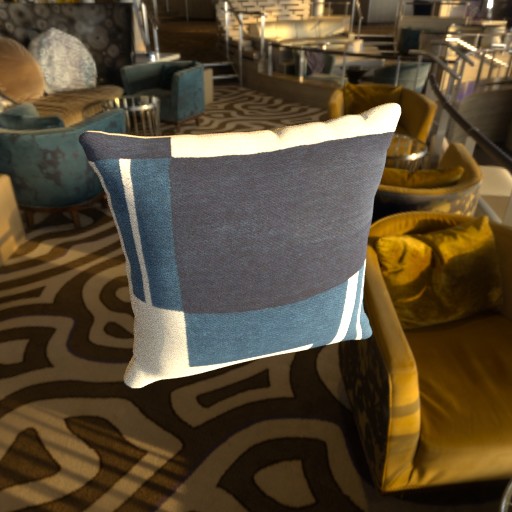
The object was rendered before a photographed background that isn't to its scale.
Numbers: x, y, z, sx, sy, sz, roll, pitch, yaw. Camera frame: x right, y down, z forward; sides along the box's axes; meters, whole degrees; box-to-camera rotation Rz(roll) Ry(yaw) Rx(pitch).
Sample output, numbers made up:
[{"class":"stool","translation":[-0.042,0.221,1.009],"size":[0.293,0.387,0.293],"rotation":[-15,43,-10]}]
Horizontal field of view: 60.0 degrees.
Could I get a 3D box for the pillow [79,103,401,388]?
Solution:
[{"class":"pillow","translation":[0.000,0.000,0.803],"size":[0.536,0.506,0.229],"rotation":[-9,32,-14]}]
